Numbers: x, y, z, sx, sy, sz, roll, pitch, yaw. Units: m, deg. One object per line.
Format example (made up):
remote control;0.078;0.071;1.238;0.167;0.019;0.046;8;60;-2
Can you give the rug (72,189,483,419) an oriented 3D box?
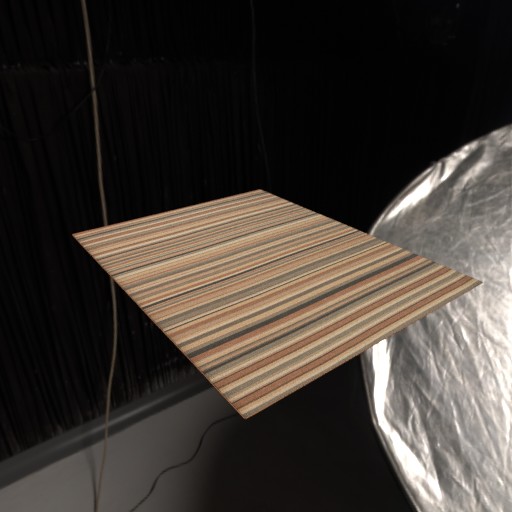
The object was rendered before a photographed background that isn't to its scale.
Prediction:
rug;0.000;0.000;4.106;2.436;0.011;3.045;-19;32;-32
